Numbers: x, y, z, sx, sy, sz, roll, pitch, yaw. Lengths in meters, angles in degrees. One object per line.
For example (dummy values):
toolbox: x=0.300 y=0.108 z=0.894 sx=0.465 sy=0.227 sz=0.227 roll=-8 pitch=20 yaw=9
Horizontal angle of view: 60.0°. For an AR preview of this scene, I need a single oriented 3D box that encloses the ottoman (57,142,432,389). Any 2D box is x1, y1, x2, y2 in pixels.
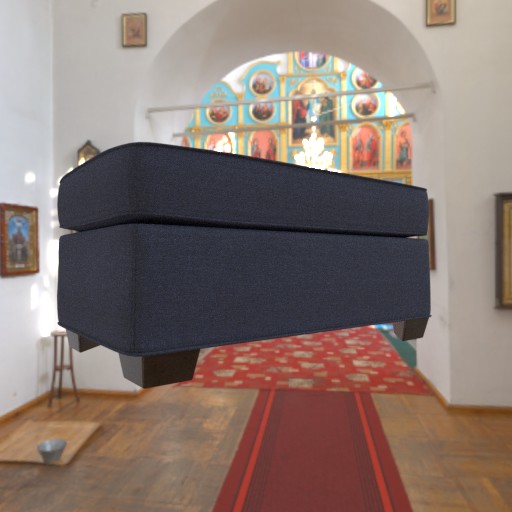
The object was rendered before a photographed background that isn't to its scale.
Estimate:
ottoman: x=0.000 y=0.000 z=1.166 sx=0.895 sy=0.453 sz=0.505 roll=1 pitch=-1 yaw=-37
